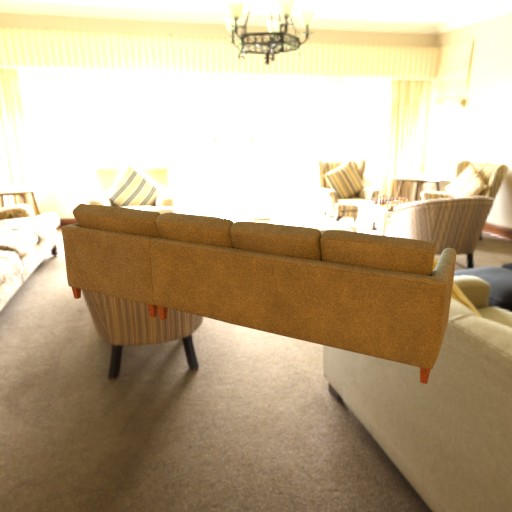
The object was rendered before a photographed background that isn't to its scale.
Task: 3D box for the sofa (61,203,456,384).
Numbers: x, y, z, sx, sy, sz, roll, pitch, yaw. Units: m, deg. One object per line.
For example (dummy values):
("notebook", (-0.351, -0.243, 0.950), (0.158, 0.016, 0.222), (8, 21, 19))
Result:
("sofa", (0.000, 0.000, 4.223), (3.471, 0.950, 1.604), (8, 18, 26))
